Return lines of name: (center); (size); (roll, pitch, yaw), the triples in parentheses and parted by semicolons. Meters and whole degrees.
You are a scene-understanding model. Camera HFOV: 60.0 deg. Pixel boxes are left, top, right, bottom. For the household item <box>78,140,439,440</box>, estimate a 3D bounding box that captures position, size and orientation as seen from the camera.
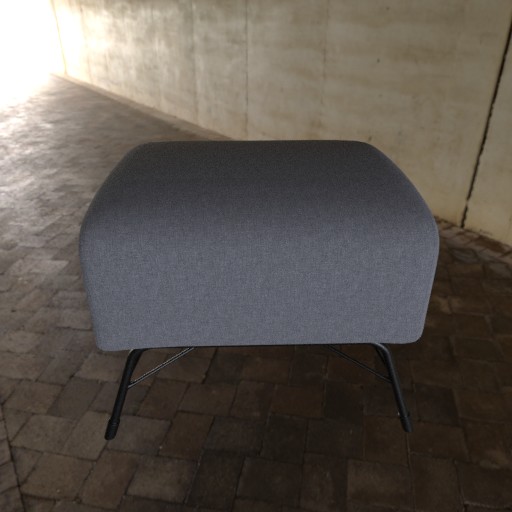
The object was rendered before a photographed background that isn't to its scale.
household item: (0.000, 0.000, 0.887); (0.530, 0.410, 0.530); (-1, 28, -1)
